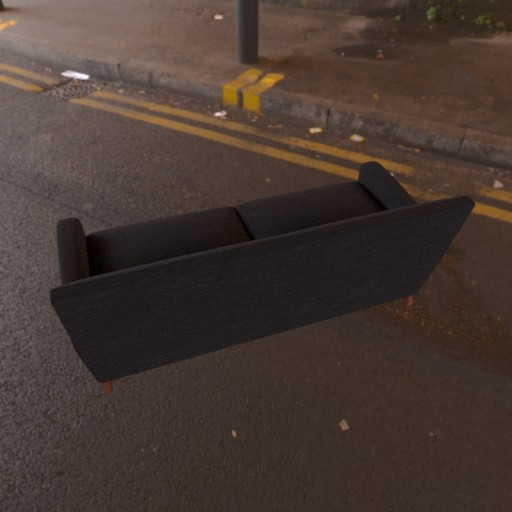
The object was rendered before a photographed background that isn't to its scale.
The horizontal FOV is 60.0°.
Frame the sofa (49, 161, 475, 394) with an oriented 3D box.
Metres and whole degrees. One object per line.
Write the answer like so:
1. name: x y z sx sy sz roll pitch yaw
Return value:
1. sofa: 0.000 0.000 2.431 1.976 0.846 0.875 -13 43 -15
